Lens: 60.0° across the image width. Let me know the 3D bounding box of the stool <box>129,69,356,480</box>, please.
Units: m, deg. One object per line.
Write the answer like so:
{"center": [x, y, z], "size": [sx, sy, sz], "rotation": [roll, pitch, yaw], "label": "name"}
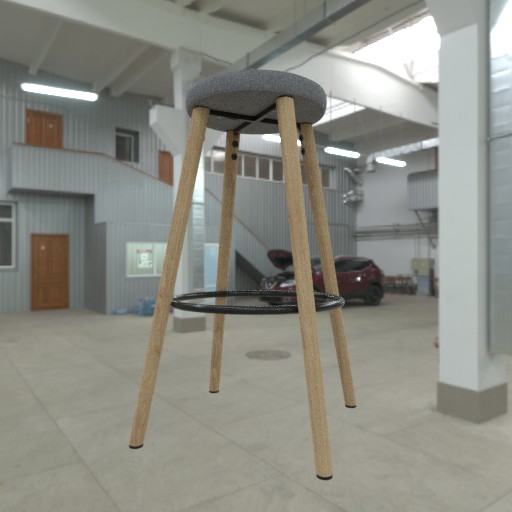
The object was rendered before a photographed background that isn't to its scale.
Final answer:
{"center": [0.000, 0.000, 1.016], "size": [0.410, 0.770, 0.410], "rotation": [0, 0, 19], "label": "stool"}
